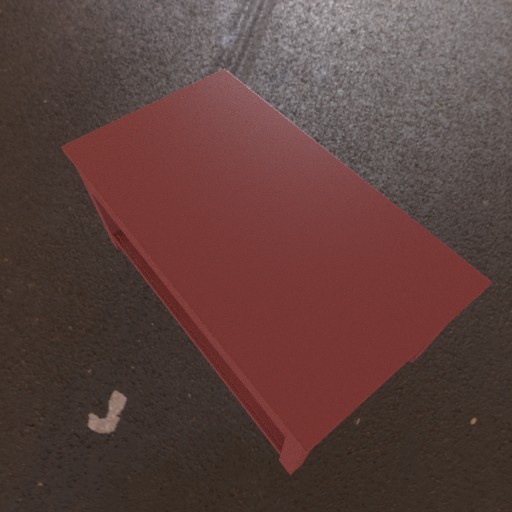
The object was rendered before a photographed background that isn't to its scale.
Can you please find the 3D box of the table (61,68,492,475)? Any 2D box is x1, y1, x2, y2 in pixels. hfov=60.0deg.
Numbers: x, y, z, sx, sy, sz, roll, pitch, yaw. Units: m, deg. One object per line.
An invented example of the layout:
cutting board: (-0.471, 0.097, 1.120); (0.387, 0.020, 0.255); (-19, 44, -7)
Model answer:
table: (0.000, 0.000, 1.388); (0.612, 0.493, 1.068); (-34, 63, -20)
